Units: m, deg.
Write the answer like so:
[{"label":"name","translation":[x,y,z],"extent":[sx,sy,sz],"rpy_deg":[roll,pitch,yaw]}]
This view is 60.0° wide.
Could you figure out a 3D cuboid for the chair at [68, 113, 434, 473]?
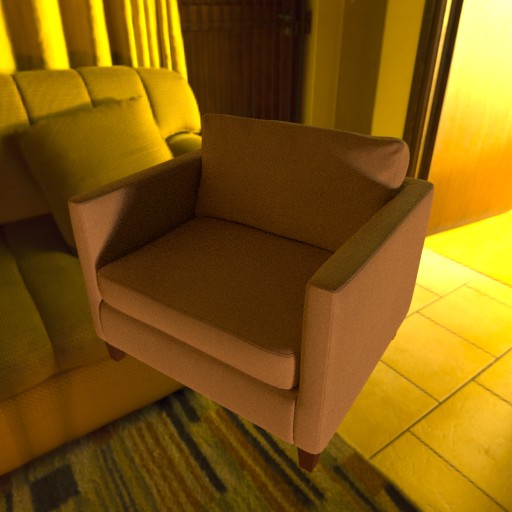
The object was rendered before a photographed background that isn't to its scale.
[{"label":"chair","translation":[0.000,0.000,1.796],"extent":[1.107,0.961,0.959],"rpy_deg":[18,35,29]}]
